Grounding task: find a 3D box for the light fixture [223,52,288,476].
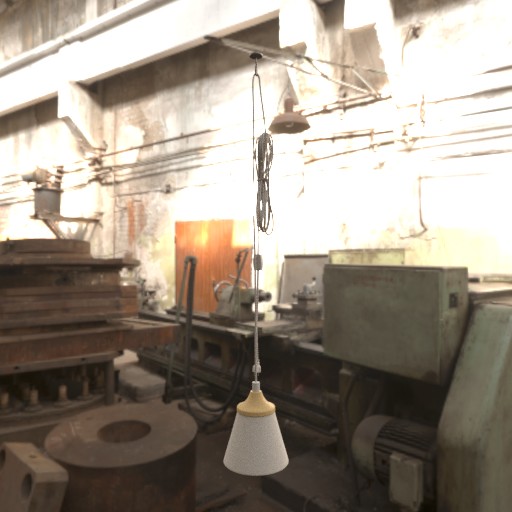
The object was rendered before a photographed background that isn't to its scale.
[{"bbox_3d":[0.000,0.000,1.056,0.153,0.966,0.153,-1,-1,36],"label":"light fixture"}]
